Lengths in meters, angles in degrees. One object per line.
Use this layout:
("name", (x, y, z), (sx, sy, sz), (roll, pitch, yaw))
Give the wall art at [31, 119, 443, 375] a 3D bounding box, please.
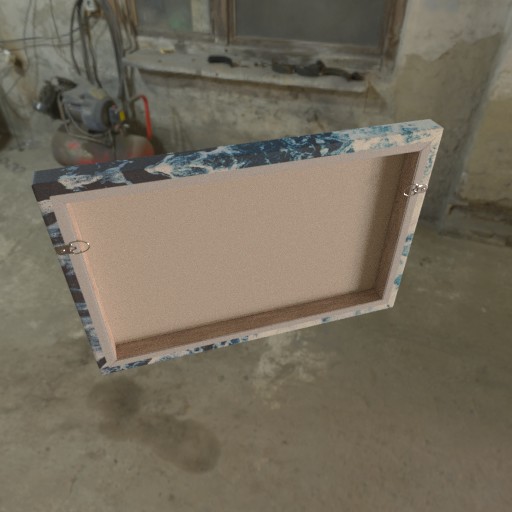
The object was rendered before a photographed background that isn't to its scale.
("wall art", (0.000, 0.000, 0.773), (0.609, 0.407, 0.043), (-11, 41, -13))
